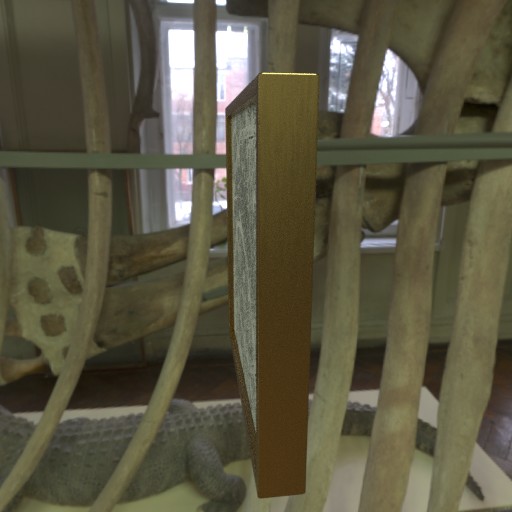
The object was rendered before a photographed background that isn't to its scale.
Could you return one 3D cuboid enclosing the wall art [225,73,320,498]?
[{"bbox_3d":[0.000,0.000,0.449,0.037,0.305,0.305,-2,15,-7],"label":"wall art"}]
